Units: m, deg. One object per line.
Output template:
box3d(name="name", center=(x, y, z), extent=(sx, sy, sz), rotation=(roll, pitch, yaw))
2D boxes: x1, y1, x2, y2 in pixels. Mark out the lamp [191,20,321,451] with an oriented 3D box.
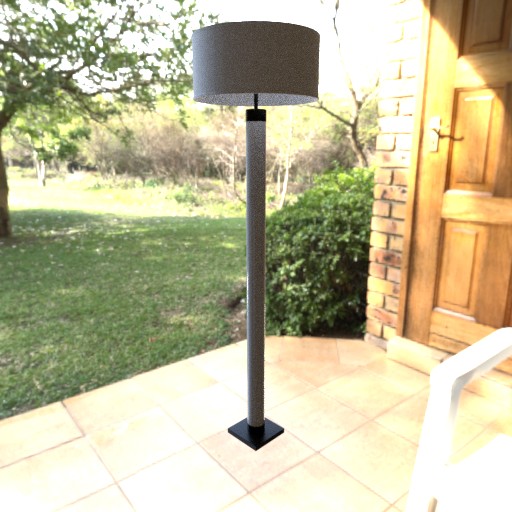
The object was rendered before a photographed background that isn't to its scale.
box3d(name="lamp", center=(0.000, 0.000, 1.615), extent=(0.420, 1.475, 0.420), rotation=(-13, 19, -43))
